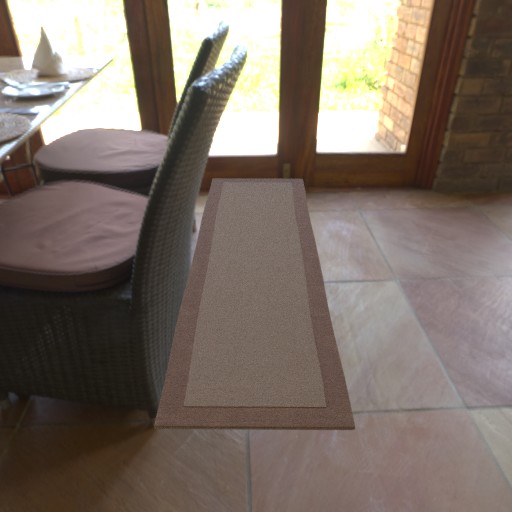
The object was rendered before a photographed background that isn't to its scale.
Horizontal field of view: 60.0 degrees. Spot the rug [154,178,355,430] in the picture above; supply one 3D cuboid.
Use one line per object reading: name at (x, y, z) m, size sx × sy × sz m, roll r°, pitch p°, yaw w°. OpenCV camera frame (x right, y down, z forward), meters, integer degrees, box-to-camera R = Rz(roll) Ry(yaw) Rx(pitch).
rug at (0.000, 0.000, 2.688) m, size 0.767 × 0.012 × 2.430 m, roll 0°, pitch 32°, yaw 0°
